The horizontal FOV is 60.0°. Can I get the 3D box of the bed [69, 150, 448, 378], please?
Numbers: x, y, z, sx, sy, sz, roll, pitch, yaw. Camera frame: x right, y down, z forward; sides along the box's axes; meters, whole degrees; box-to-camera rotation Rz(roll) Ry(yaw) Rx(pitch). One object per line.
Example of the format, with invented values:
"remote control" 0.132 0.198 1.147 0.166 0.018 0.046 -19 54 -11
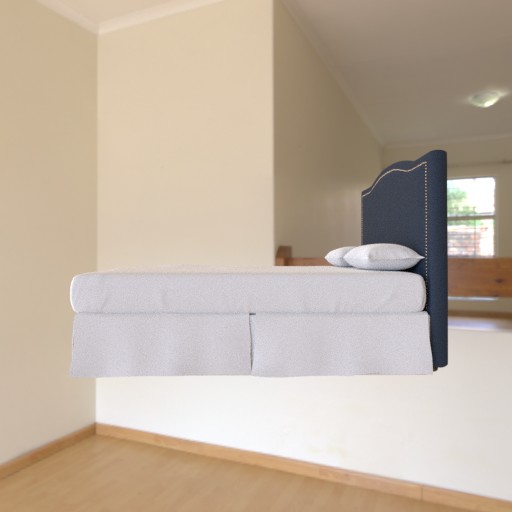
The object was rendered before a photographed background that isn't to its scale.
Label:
"bed" 0.000 0.000 3.488 2.282 1.436 1.821 0 0 -1
